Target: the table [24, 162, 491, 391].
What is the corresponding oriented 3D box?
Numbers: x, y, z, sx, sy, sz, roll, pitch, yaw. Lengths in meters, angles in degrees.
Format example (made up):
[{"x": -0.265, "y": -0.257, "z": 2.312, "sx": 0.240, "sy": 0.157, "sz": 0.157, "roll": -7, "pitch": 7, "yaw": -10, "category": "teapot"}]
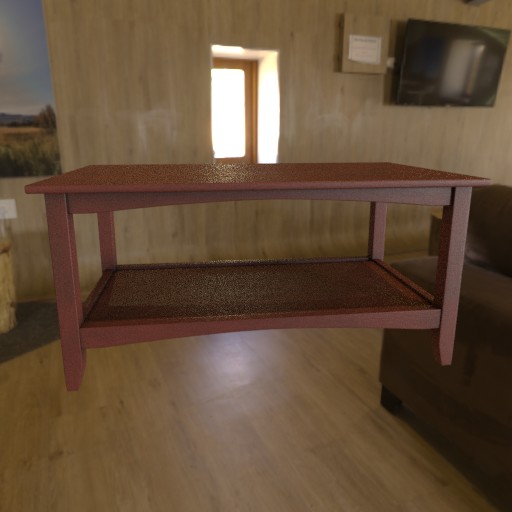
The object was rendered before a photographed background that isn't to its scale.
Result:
[{"x": 0.000, "y": 0.000, "z": 1.201, "sx": 0.943, "sy": 0.456, "sz": 0.533, "roll": -2, "pitch": 16, "yaw": -7, "category": "table"}]
